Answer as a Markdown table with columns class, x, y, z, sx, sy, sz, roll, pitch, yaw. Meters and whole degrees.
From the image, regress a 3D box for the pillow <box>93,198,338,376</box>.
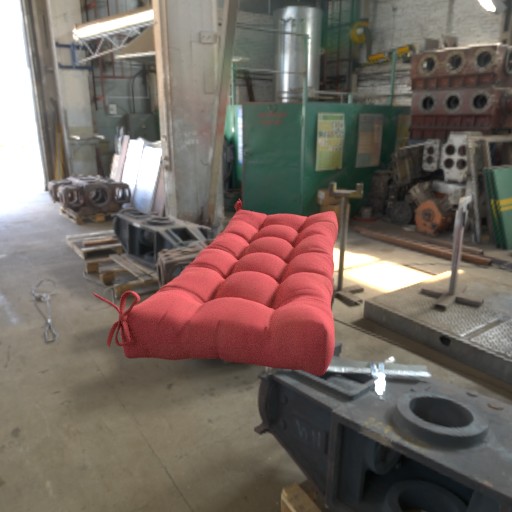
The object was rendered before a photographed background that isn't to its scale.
| class | x | y | z | sx | sy | sz | roll | pitch | yaw |
| --- | --- | --- | --- | --- | --- | --- | --- | --- | --- |
| pillow | 0.000 | 0.000 | 1.416 | 0.511 | 0.174 | 1.194 | 3 | 17 | 10 |
